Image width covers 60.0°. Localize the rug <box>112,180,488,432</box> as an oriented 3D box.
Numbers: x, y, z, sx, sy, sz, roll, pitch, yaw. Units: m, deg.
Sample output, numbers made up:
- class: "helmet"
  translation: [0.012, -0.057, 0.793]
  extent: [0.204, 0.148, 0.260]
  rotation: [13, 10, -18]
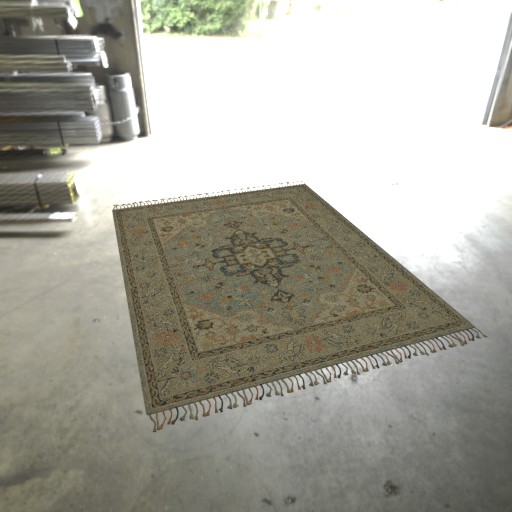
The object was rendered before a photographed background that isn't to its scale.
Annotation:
- class: "rug"
  translation: [0.000, 0.000, 4.098]
  extent: [2.379, 0.011, 3.221]
  rotation: [-10, 32, -16]
